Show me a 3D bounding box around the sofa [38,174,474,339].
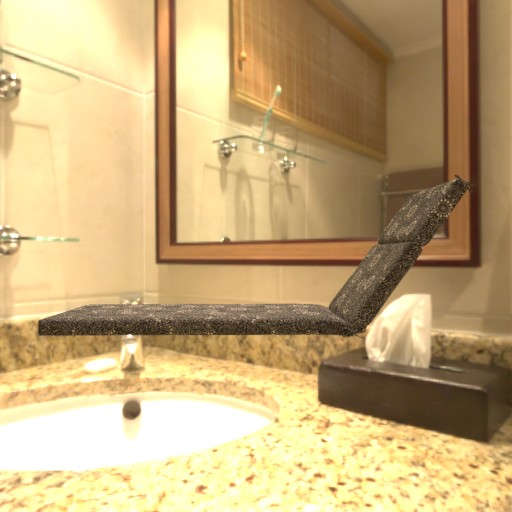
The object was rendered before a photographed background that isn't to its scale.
[{"bbox_3d":[0.000,0.000,1.931,1.663,0.622,0.582,0,0,-1],"label":"sofa"}]
